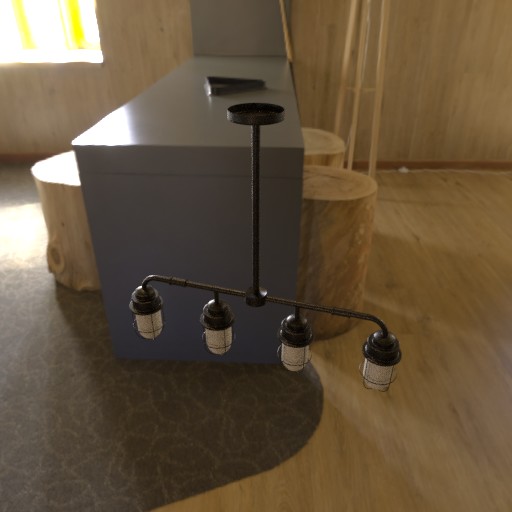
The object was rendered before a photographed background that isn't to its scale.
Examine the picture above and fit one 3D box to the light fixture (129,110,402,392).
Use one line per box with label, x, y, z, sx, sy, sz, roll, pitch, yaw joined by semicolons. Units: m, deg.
light fixture;0.000;0.000;1.217;0.852;0.785;0.131;9;32;15
